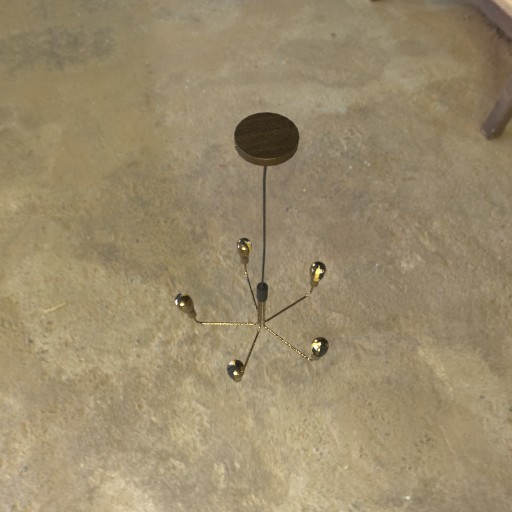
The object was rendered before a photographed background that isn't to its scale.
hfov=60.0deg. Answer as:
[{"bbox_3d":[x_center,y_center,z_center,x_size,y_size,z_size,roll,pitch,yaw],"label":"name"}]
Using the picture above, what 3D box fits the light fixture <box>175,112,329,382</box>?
[{"bbox_3d":[0.000,0.000,1.380,0.588,1.059,0.532,-13,61,-8],"label":"light fixture"}]
